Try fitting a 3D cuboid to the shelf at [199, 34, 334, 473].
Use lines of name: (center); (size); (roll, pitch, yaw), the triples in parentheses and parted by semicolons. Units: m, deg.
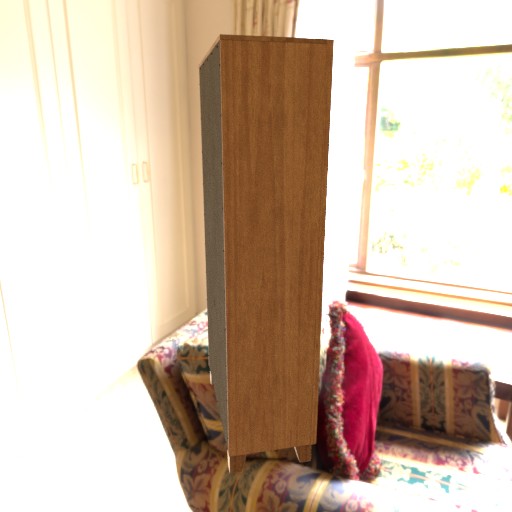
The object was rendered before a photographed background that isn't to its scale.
shelf: (0.000, 0.000, 2.310); (0.453, 1.930, 0.864); (-3, 17, -12)
